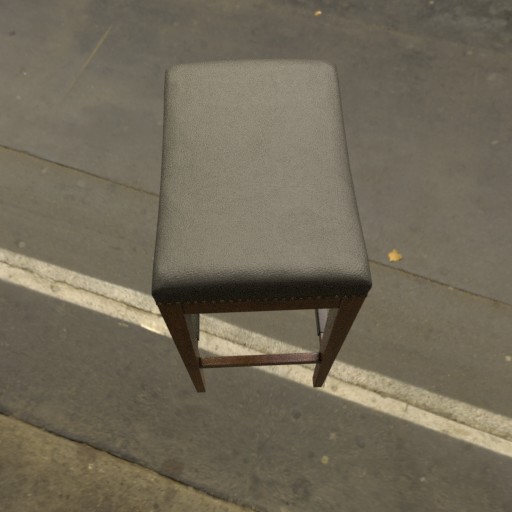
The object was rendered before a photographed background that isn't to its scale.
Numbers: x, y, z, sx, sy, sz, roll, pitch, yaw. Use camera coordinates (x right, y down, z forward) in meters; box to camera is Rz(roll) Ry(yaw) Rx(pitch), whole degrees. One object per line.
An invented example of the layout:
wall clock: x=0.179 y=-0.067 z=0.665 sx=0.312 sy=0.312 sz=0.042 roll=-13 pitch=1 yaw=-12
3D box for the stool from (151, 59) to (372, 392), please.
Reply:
stool: x=0.000 y=0.000 z=1.049 sx=0.361 sy=0.765 sz=0.500 roll=-2 pitch=65 yaw=-1
